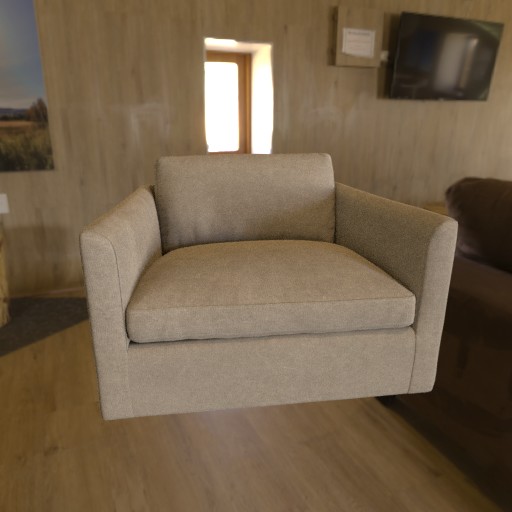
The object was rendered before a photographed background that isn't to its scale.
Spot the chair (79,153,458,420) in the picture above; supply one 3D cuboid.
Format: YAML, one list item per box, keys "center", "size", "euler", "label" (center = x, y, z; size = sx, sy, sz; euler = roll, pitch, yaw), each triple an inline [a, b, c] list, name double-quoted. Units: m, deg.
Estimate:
- center: [0.000, 0.000, 1.916]
  size: [1.190, 0.845, 1.091]
  euler: [-2, 17, -8]
  label: "chair"
